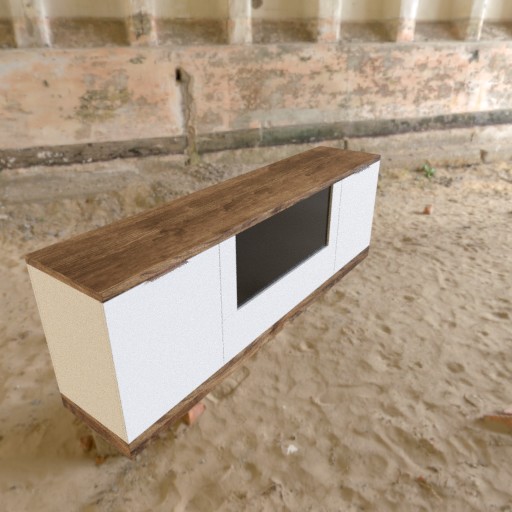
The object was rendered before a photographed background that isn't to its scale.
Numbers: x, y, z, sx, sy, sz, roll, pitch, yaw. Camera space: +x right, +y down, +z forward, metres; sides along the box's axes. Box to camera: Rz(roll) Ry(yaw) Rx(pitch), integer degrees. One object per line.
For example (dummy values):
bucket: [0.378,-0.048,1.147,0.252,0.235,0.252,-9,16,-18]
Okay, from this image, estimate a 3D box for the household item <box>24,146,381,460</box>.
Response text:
household item: [0.000,0.000,2.004,0.390,0.615,1.800,18,32,32]
